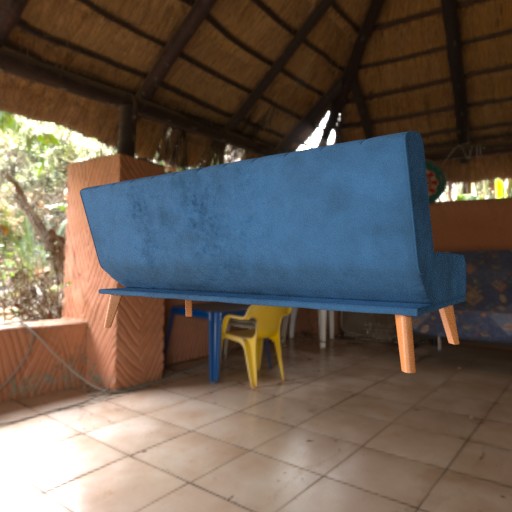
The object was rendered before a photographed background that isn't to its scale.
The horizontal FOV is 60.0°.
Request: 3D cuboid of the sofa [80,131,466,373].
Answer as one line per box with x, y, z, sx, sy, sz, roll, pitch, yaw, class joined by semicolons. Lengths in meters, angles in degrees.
0.000;0.000;2.254;1.804;0.813;0.855;-1;-1;37;sofa
